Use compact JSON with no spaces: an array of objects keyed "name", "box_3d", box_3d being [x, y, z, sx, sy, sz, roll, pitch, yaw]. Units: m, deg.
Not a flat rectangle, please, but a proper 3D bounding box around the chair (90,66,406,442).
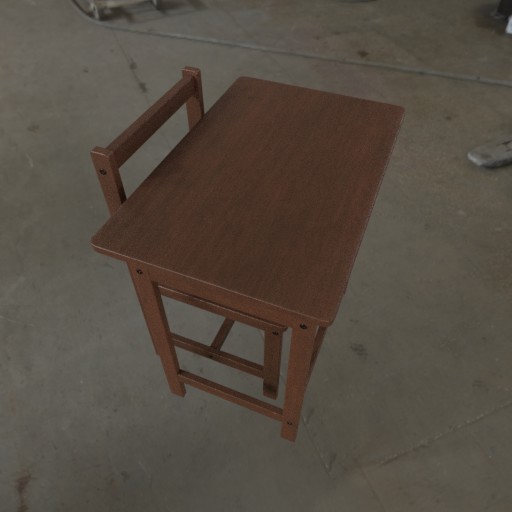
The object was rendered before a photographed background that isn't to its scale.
[{"name":"chair","box_3d":[0.000,0.000,1.031,0.463,0.673,0.599,17,50,15]}]
